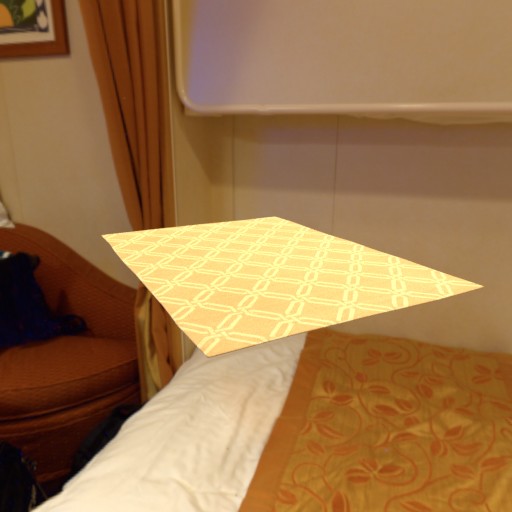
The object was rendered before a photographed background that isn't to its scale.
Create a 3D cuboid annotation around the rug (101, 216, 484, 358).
[{"bbox_3d":[0.000,0.000,4.466,2.452,0.020,3.365,-9,18,-27],"label":"rug"}]
